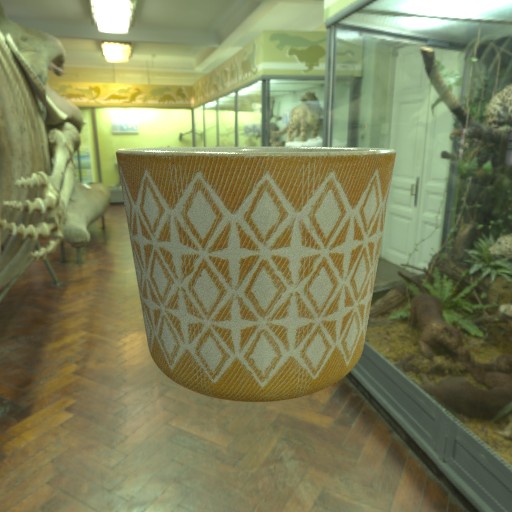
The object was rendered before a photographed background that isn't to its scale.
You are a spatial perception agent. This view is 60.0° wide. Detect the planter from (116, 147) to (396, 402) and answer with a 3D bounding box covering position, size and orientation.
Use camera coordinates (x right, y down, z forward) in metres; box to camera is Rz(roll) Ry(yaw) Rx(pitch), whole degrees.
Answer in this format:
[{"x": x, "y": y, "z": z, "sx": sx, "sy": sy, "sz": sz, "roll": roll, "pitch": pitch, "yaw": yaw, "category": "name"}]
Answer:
[{"x": 0.000, "y": 0.000, "z": 0.222, "sx": 0.126, "sy": 0.104, "sz": 0.126, "roll": 0, "pitch": 15, "yaw": 0, "category": "planter"}]
